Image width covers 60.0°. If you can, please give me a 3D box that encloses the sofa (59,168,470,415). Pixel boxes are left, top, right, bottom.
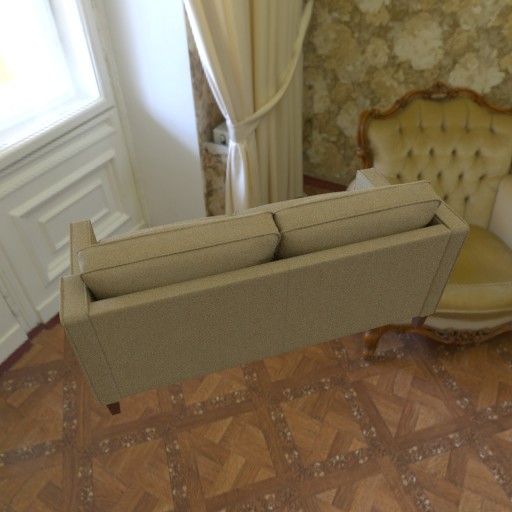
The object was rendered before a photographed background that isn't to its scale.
[{"bbox_3d":[0.000,0.000,2.826,2.178,1.071,1.066,-12,43,-14],"label":"sofa"}]
